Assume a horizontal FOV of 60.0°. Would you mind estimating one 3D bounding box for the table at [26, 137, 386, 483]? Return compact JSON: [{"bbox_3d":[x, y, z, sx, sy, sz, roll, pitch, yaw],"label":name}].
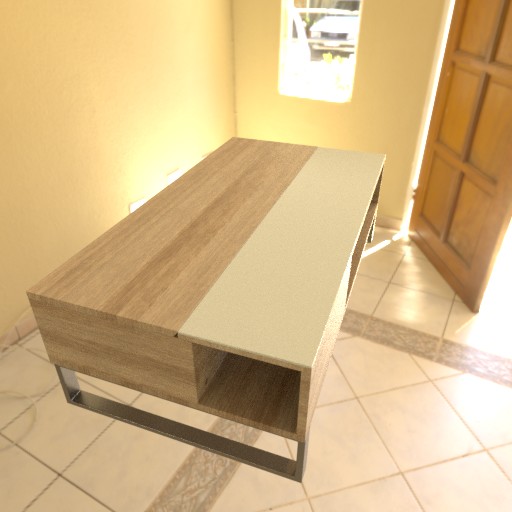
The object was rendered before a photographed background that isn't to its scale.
[{"bbox_3d":[0.000,0.000,1.349,0.600,0.350,1.100,11,34,17],"label":"table"}]
